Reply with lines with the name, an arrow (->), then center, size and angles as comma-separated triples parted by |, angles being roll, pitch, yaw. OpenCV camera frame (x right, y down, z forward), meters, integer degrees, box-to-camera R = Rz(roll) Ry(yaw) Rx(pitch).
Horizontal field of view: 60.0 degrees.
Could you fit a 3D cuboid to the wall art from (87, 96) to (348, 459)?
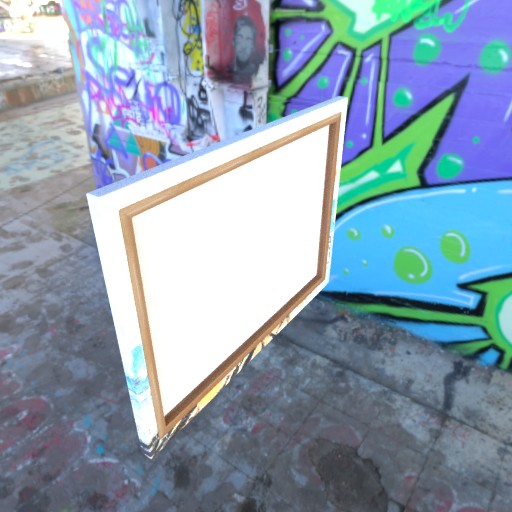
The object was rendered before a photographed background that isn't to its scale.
wall art -> 0.000, 0.000, 1.349 | 0.038, 0.762, 1.016 | 20, 37, 30
